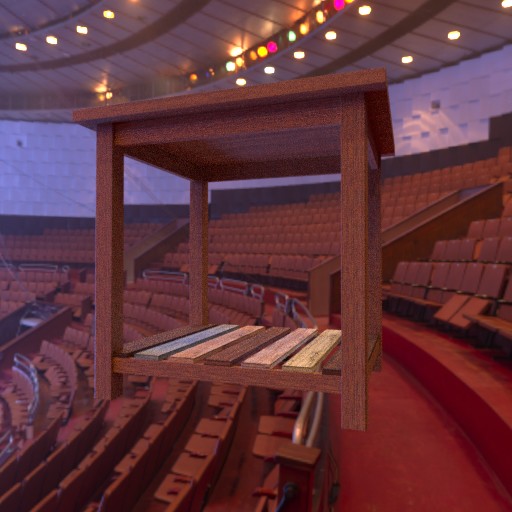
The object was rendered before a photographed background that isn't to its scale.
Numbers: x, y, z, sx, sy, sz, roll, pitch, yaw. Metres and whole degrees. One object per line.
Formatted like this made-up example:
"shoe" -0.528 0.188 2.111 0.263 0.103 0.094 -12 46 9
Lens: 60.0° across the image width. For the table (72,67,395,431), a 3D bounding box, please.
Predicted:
"table" 0.000 0.000 1.124 0.660 0.635 0.559 0 -1 19
